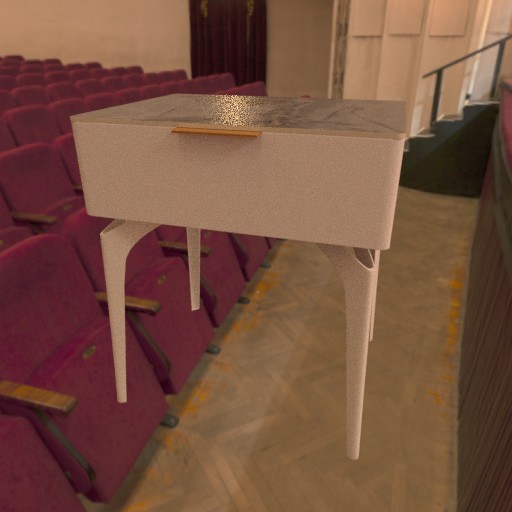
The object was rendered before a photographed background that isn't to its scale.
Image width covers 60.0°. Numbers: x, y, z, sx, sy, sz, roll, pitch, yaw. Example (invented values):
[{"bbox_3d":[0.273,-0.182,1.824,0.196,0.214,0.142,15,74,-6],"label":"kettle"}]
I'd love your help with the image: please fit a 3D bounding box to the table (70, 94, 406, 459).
[{"bbox_3d":[0.000,0.000,0.895,0.500,0.570,0.400,8,27,15],"label":"table"}]
